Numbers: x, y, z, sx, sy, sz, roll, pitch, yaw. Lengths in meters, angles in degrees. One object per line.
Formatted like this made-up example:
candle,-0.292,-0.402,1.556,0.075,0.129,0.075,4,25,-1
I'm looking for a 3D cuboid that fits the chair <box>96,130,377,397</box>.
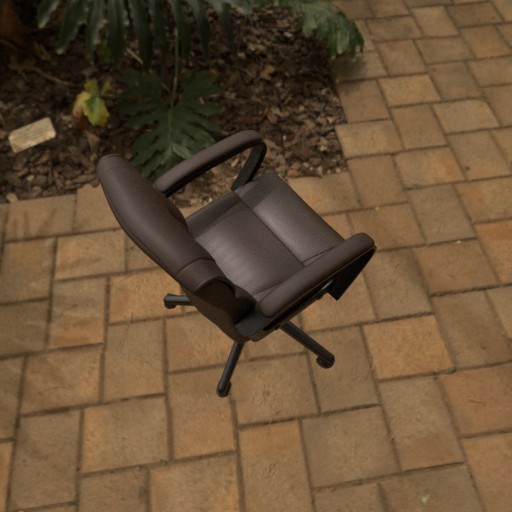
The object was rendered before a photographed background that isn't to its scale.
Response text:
chair,0.000,0.000,1.476,0.717,1.004,0.739,-33,65,-18
